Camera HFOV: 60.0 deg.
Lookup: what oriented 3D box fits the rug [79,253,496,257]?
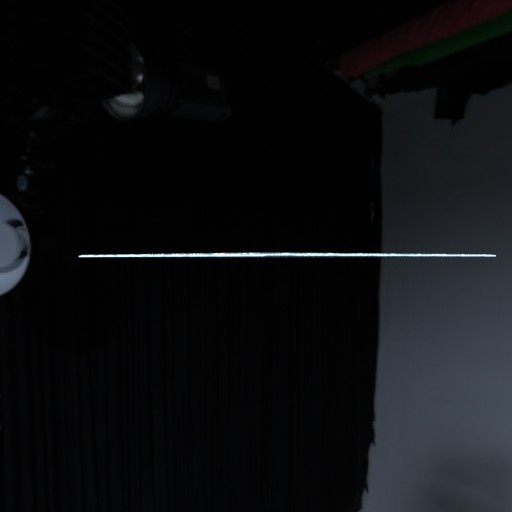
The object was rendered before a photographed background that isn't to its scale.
[{"bbox_3d":[0.000,0.000,2.793,1.567,0.014,2.207,0,0,-36],"label":"rug"}]
